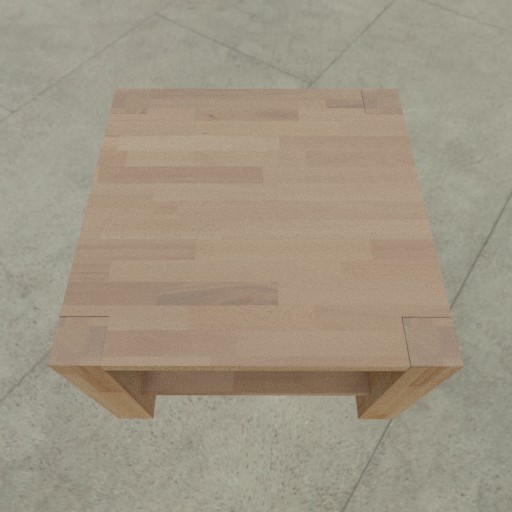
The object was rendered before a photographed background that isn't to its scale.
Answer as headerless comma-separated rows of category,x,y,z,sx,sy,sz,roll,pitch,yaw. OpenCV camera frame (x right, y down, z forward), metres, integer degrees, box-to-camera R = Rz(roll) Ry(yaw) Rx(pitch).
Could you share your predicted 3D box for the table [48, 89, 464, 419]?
table,0.000,0.000,1.117,0.700,0.451,0.700,0,59,0
